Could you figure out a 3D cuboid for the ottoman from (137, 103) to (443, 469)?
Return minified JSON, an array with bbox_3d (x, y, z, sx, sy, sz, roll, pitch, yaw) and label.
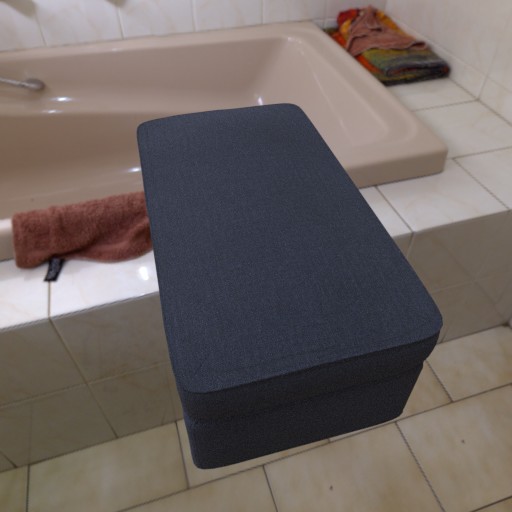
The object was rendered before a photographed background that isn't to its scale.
[{"bbox_3d":[0.000,0.000,1.168,0.505,0.453,0.895,-11,47,-10],"label":"ottoman"}]
